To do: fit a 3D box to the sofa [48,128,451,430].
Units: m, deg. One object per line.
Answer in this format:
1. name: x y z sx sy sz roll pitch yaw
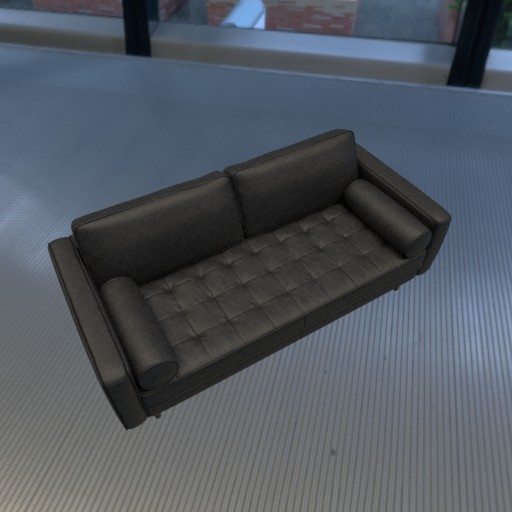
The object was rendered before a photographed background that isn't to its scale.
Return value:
1. sofa: 0.000 0.000 2.349 1.879 0.770 0.921 -24 51 -20
